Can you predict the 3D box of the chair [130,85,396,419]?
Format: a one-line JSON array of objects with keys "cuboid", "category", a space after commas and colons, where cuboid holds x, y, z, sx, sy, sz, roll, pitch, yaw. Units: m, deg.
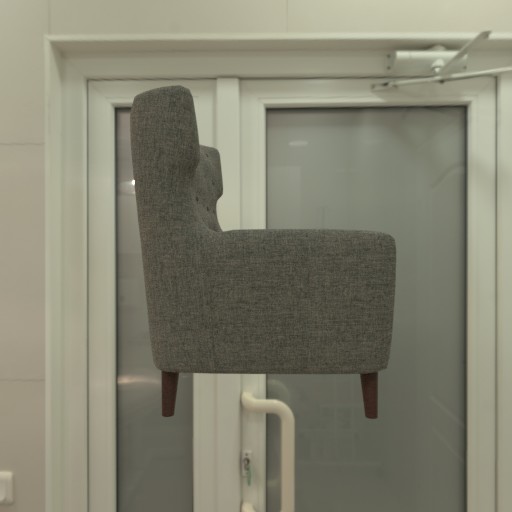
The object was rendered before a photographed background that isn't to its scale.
[{"cuboid": [0.000, 0.000, 1.775, 0.904, 1.063, 0.878, 0, 0, 1], "category": "chair"}]
